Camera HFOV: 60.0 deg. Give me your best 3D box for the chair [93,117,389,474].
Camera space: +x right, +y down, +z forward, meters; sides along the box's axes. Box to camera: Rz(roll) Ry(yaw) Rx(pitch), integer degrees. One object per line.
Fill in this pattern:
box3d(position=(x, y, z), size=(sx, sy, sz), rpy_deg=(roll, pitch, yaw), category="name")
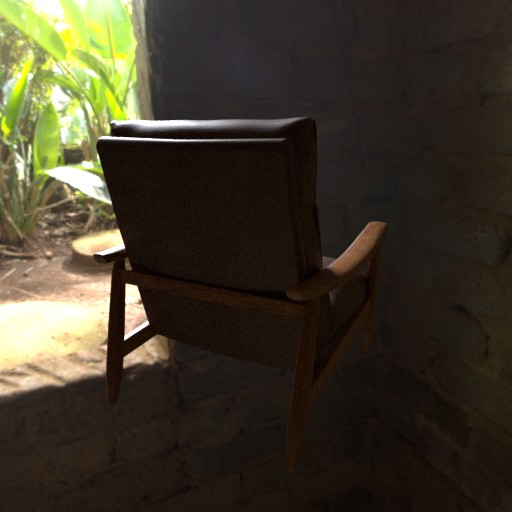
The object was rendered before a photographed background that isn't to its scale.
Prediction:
box3d(position=(0.000, 0.000, 1.531), size=(0.782, 0.897, 0.830), rpy_deg=(8, 18, 27), category="chair")
